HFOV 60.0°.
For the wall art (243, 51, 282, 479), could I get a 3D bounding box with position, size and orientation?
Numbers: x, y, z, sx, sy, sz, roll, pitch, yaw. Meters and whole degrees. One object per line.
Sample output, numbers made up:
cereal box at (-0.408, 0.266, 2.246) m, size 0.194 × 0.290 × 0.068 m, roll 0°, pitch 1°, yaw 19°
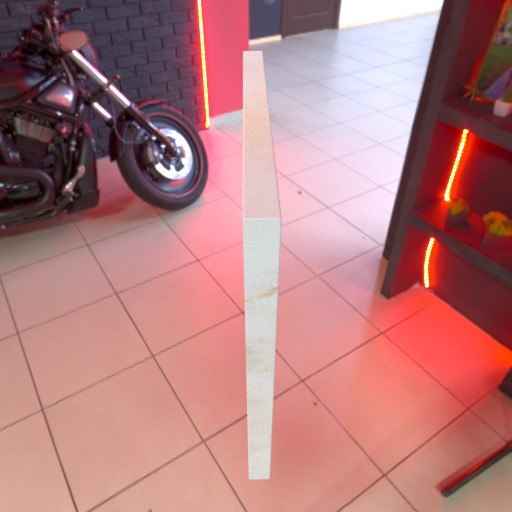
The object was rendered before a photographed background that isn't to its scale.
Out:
wall art at (0.000, 0.000, 1.547) m, size 0.071 × 1.061 × 1.061 m, roll -1°, pitch 40°, yaw -1°
